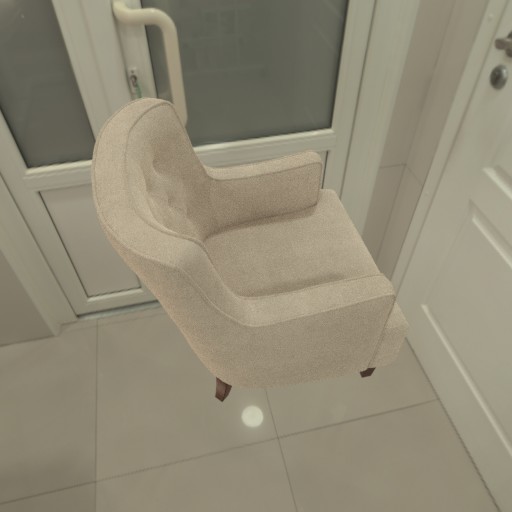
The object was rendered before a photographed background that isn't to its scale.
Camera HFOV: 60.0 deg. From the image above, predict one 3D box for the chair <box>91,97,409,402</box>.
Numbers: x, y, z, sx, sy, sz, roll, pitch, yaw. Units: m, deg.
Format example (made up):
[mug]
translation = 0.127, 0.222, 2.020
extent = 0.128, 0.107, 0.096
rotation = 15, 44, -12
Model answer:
[chair]
translation = 0.000, 0.000, 1.584
extent = 0.910, 0.920, 0.781
rotation = -10, 48, -9
